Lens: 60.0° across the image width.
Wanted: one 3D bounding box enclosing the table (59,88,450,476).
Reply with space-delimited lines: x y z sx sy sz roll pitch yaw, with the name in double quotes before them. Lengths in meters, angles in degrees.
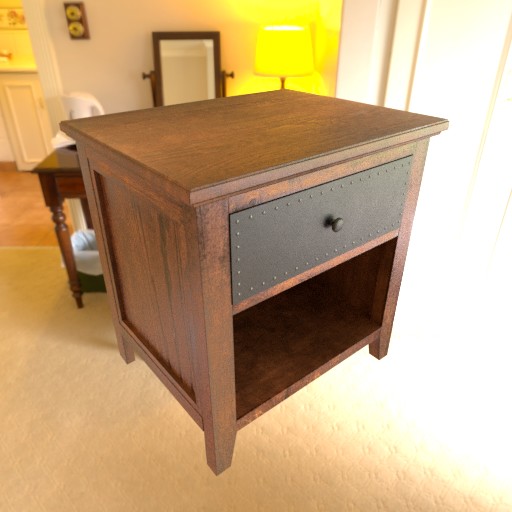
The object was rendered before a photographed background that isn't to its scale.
"table" 0.000 0.000 0.989 0.586 0.597 0.461 -22 37 -33
